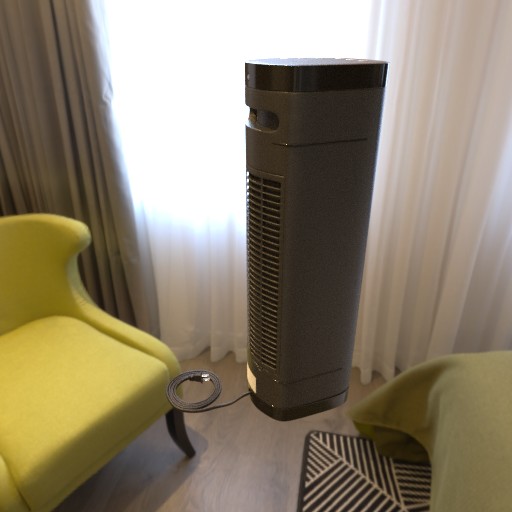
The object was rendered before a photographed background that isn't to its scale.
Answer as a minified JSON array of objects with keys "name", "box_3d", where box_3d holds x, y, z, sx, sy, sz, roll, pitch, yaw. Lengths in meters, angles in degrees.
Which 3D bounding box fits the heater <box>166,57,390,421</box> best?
[{"name":"heater","box_3d":[0.000,0.000,0.682,0.312,0.552,0.174,-9,28,-18]}]
